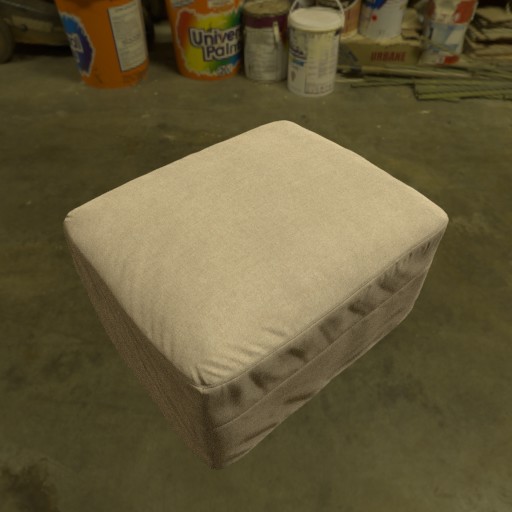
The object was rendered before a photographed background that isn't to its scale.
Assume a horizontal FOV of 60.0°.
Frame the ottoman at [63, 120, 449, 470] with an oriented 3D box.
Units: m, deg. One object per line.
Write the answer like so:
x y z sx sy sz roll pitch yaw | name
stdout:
0.000 0.000 1.250 0.837 0.481 0.683 -31 54 -26 | ottoman
